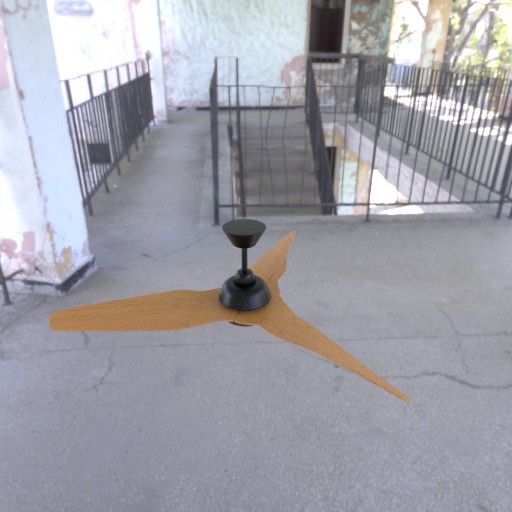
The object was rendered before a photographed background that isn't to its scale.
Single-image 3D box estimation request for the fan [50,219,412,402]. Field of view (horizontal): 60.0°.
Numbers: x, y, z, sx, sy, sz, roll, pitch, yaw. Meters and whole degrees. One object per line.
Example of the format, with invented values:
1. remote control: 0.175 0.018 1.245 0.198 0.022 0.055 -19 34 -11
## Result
1. fan: 0.000 0.000 1.659 1.142 0.355 1.010 8 27 15
